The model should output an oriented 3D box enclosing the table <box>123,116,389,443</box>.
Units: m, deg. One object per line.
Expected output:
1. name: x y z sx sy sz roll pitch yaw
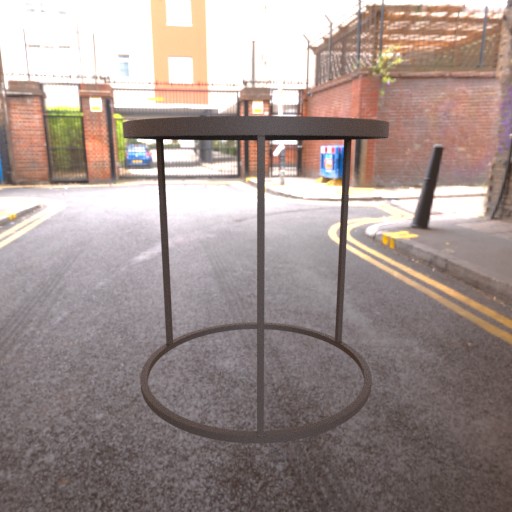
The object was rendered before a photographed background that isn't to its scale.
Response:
1. table: 0.000 0.000 0.872 0.470 0.498 0.470 0 14 0
